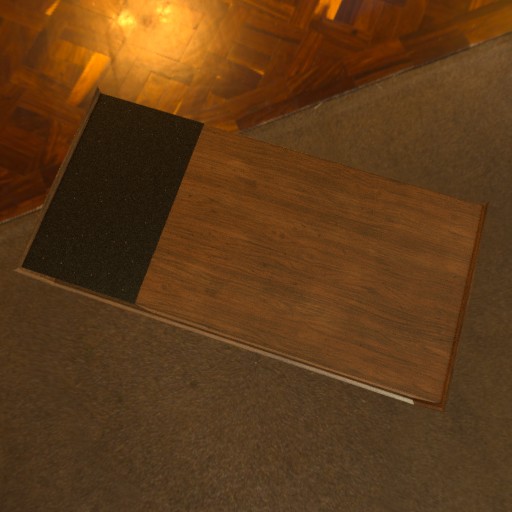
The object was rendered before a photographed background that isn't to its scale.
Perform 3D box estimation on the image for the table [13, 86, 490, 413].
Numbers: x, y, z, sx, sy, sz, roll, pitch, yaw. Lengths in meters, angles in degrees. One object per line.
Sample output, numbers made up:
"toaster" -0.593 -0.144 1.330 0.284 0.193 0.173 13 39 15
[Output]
"table" 0.000 0.000 1.499 1.221 0.508 0.610 17 77 4
